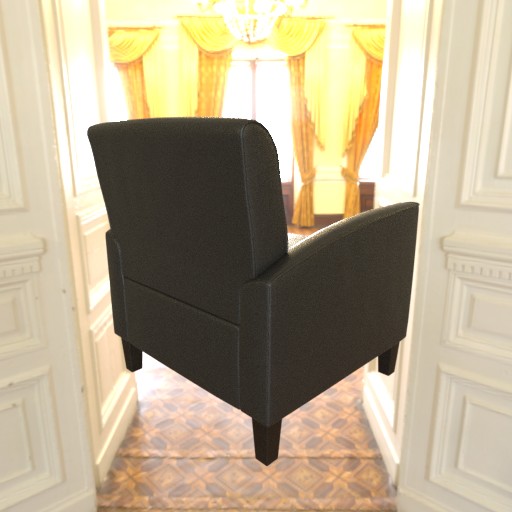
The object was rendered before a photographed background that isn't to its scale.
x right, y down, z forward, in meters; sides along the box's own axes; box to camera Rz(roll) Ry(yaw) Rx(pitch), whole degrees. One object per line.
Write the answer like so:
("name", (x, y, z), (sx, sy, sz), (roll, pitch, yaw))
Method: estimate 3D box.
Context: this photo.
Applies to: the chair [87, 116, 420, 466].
("chair", (0.000, 0.000, 1.569), (0.820, 0.916, 0.819), (15, 21, 43))
